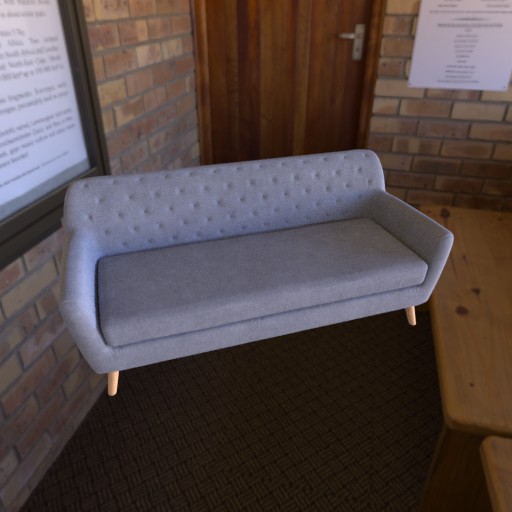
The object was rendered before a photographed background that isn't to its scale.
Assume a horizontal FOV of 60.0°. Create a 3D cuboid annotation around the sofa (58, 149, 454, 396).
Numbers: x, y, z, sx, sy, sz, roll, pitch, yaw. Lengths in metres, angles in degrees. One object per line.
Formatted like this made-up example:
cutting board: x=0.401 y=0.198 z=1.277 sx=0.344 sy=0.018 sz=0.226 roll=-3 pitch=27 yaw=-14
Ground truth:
sofa: x=0.000 y=0.000 z=2.467 sx=1.970 sy=0.830 sz=0.830 roll=-9 pitch=32 yaw=-16
